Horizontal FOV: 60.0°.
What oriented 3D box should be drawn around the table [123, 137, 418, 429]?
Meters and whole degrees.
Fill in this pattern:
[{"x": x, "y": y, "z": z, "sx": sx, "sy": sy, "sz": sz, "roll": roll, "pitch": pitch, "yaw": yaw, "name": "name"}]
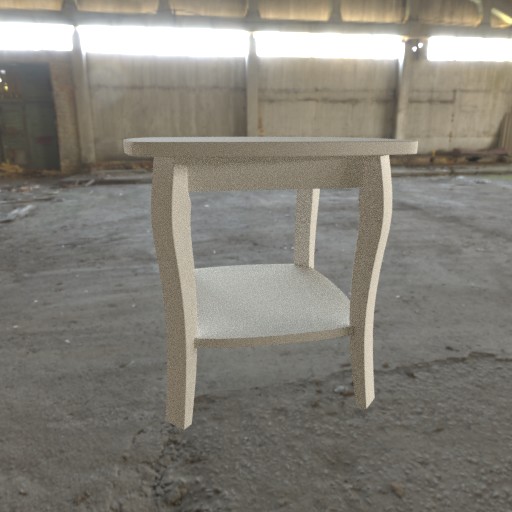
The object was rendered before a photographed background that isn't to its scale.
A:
[{"x": 0.000, "y": 0.000, "z": 0.853, "sx": 0.451, "sy": 0.438, "sz": 0.502, "roll": -3, "pitch": 16, "yaw": -10, "name": "table"}]
